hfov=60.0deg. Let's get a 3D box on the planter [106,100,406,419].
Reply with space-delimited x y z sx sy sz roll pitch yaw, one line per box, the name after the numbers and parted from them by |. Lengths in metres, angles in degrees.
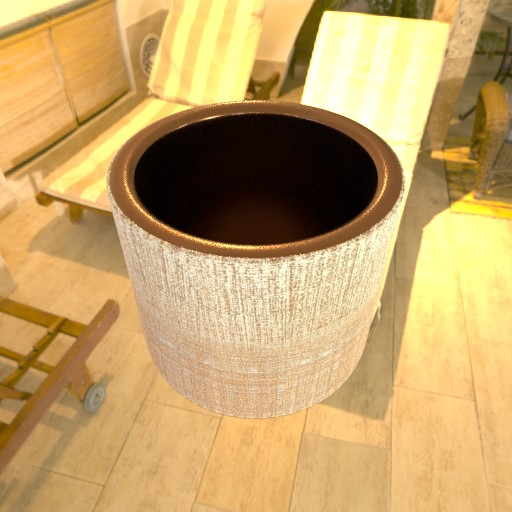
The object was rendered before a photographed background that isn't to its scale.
0.000 0.000 0.194 0.109 0.096 0.109 0 43 0 | planter
